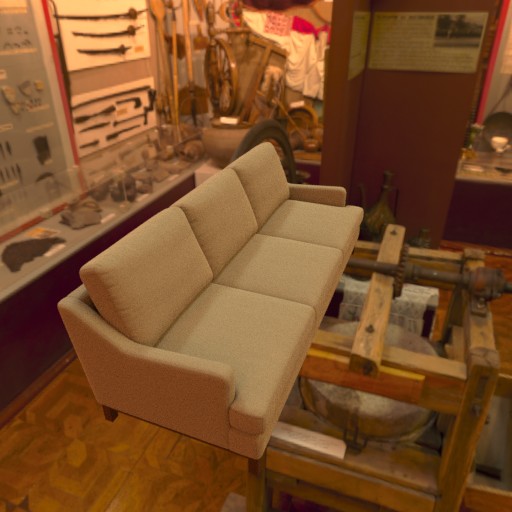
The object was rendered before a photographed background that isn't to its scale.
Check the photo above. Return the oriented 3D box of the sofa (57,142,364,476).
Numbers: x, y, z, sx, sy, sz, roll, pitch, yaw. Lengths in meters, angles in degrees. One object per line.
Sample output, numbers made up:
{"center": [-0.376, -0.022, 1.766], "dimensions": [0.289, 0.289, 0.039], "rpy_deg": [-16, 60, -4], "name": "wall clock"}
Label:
{"center": [0.000, 0.000, 2.848], "dimensions": [1.000, 0.913, 2.321], "rpy_deg": [11, 31, 19], "name": "sofa"}
